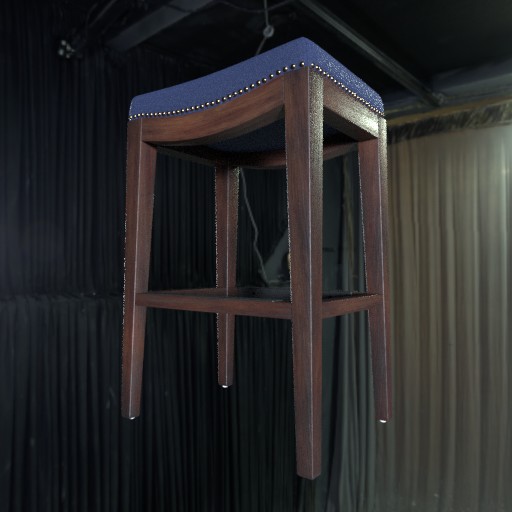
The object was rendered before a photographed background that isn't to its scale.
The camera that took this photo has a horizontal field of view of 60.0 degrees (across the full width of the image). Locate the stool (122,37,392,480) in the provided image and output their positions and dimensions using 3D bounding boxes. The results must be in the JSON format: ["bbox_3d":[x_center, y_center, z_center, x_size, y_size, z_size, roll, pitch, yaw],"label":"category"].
[{"bbox_3d":[0.000,0.000,1.007,0.498,0.740,0.358,-1,-1,37],"label":"stool"}]
